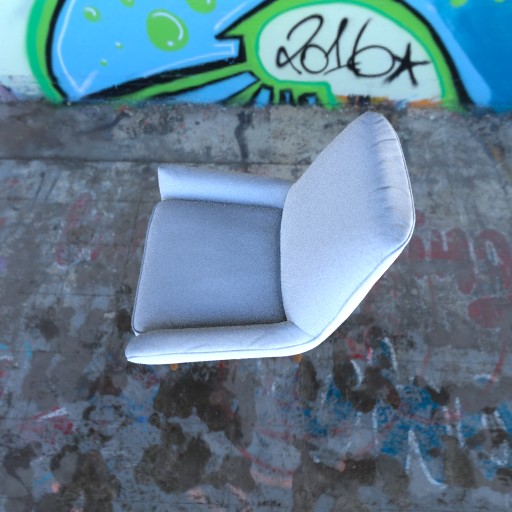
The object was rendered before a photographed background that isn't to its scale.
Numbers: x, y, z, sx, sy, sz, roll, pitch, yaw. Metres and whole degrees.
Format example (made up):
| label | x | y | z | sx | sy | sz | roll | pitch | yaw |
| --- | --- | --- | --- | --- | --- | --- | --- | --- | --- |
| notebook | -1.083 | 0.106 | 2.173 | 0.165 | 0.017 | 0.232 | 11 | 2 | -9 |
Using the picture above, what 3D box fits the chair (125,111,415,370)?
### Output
| label | x | y | z | sx | sy | sz | roll | pitch | yaw |
| --- | --- | --- | --- | --- | --- | --- | --- | --- | --- |
| chair | 0.000 | 0.000 | 1.554 | 0.822 | 0.888 | 0.787 | 1 | 58 | 1 |
